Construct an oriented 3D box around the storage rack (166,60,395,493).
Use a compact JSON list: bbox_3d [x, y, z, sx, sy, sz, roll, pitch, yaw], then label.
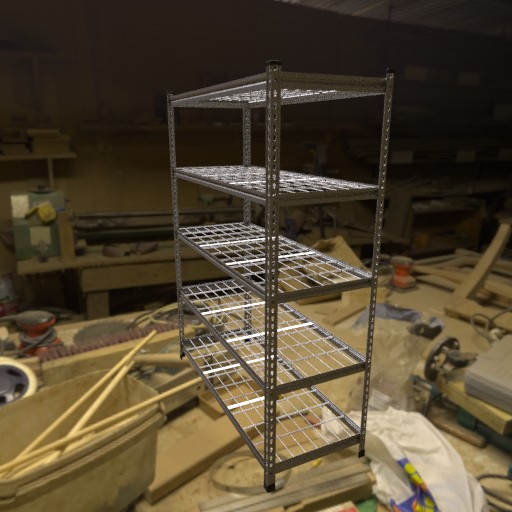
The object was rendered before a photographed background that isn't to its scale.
[{"bbox_3d":[0.000,0.000,2.712,0.610,1.981,1.524,-7,17,-25],"label":"storage rack"}]
